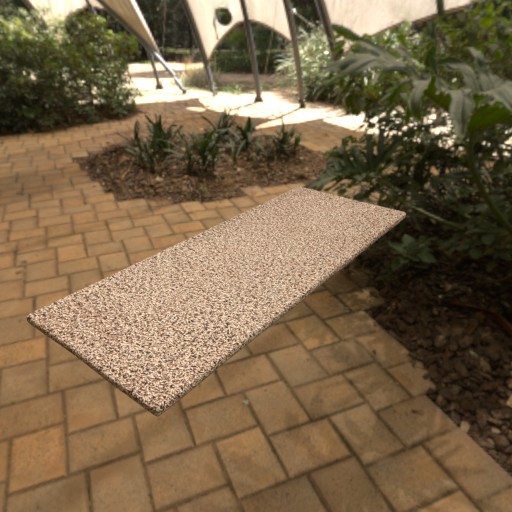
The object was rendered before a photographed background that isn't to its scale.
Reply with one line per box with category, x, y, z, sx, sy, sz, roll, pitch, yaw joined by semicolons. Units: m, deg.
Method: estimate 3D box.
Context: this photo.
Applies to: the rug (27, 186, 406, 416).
rug;0.000;0.000;1.724;0.609;0.030;1.524;20;34;33
